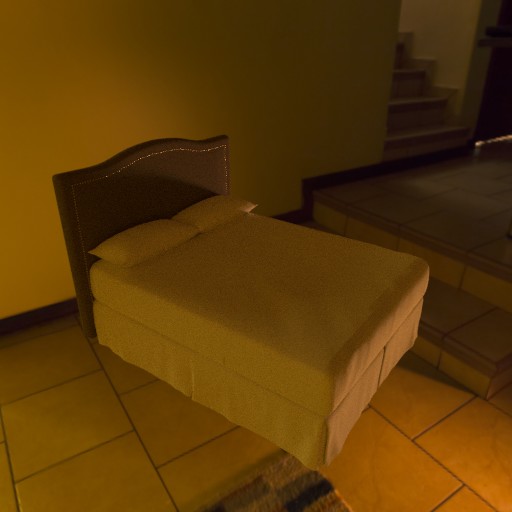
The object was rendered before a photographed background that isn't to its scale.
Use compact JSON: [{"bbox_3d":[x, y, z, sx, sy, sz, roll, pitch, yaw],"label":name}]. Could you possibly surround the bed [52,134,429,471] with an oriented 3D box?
[{"bbox_3d":[0.000,0.000,3.124,2.036,1.387,1.666,18,31,32],"label":"bed"}]
